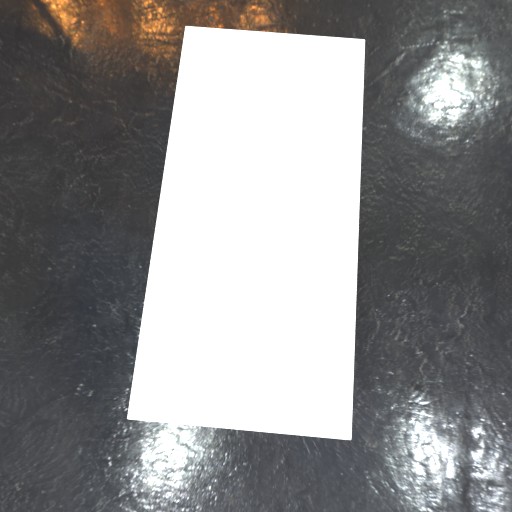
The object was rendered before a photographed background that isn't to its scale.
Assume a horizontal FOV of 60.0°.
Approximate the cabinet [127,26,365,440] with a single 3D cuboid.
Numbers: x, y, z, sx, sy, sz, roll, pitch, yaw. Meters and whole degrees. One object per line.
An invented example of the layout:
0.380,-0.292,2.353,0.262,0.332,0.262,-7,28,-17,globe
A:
0.000,0.000,1.222,0.398,0.761,0.800,5,76,1,cabinet
